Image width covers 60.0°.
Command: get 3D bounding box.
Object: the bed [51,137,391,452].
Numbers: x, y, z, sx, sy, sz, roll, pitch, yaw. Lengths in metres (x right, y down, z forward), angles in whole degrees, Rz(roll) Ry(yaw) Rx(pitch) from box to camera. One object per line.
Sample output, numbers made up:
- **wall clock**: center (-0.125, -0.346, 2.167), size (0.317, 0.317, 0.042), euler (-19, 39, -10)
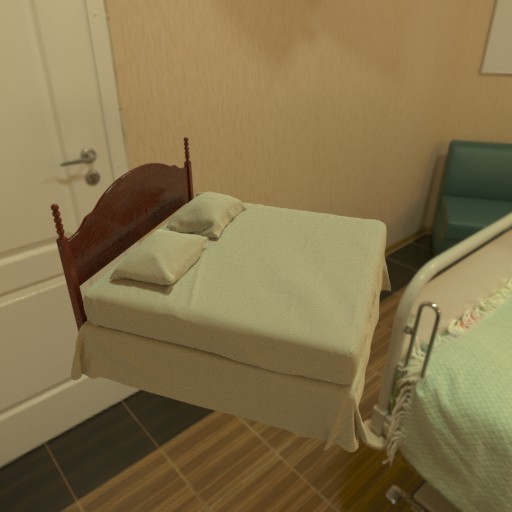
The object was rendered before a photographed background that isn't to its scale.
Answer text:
- **bed**: center (0.000, 0.000, 3.679), size (2.219, 1.355, 2.322), euler (10, 30, 17)
